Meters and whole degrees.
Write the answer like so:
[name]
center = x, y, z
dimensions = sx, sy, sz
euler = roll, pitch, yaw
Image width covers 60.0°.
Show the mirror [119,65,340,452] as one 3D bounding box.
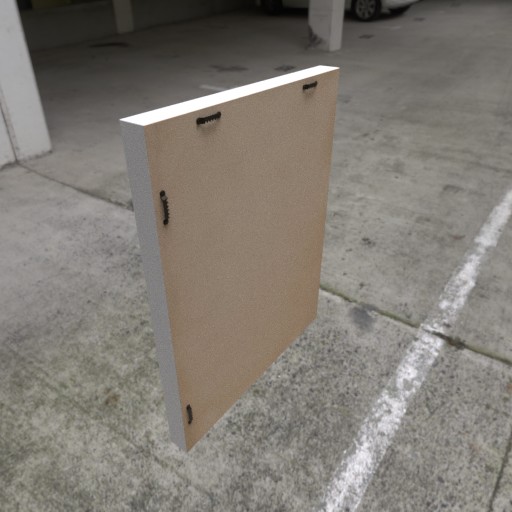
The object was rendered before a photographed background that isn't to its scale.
[mirror]
center = 0.000, 0.000, 0.702
dimensions = 0.041, 0.508, 0.405
euler = 21, 38, 30
